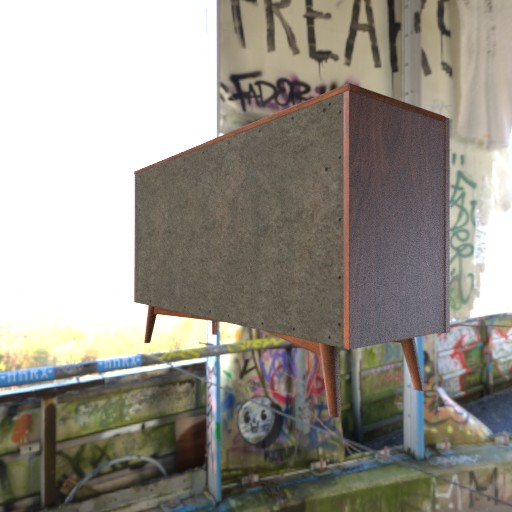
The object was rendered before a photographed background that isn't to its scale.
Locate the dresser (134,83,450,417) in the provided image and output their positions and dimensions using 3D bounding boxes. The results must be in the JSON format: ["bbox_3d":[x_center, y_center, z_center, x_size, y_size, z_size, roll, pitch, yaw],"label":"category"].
[{"bbox_3d":[0.000,0.000,1.881,0.500,0.889,1.472,0,0,-37],"label":"dresser"}]
